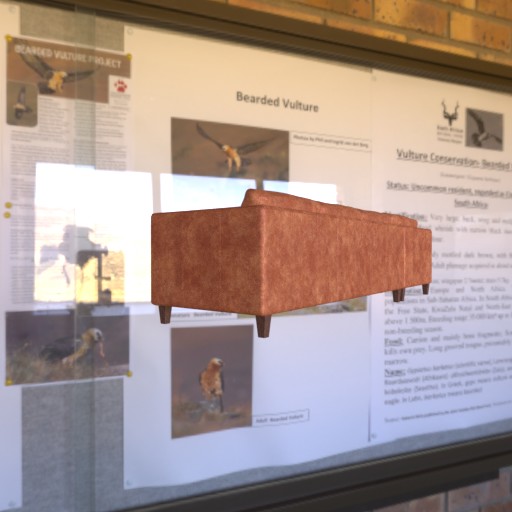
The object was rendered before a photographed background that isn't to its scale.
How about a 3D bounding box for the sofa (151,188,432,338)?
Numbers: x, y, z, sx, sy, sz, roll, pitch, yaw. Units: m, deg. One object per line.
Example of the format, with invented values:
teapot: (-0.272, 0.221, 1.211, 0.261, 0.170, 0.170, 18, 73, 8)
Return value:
sofa: (0.000, 0.000, 4.278, 2.438, 0.838, 3.150, 0, 1, 37)
